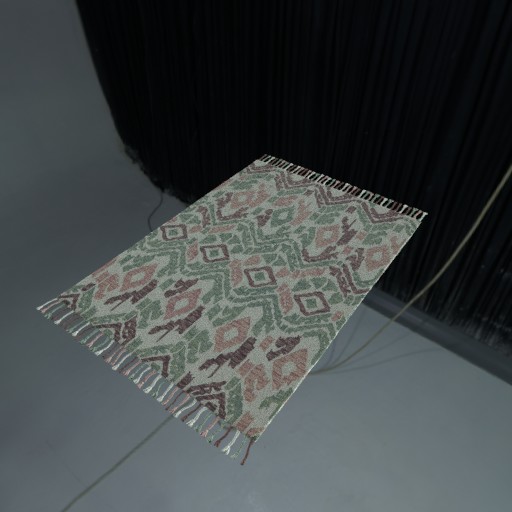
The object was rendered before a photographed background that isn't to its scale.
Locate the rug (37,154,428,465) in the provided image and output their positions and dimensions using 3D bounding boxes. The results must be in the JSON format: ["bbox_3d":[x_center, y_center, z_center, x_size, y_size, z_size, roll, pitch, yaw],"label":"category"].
[{"bbox_3d":[0.000,0.000,2.347,1.219,0.010,1.829,26,48,26],"label":"rug"}]
